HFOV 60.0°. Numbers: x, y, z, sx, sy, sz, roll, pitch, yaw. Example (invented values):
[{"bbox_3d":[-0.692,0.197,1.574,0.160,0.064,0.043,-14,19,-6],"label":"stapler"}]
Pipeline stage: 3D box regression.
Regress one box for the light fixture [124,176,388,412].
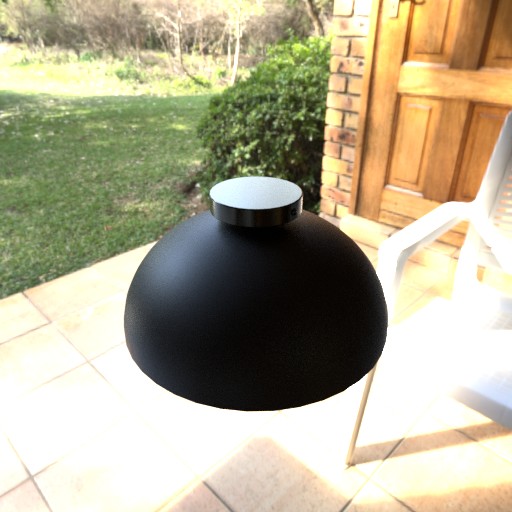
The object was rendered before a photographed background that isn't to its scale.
[{"bbox_3d":[0.000,0.000,0.575,0.355,0.177,0.355,0,29,0],"label":"light fixture"}]
